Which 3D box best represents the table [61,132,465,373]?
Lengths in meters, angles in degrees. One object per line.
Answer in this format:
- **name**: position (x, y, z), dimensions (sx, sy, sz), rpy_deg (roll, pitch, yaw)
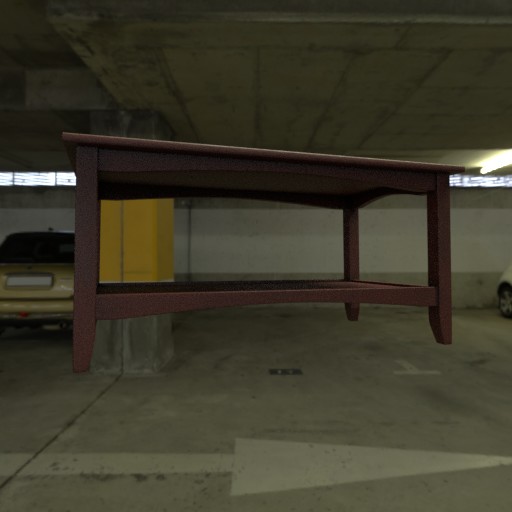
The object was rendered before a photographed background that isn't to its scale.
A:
- **table**: position (0.000, 0.000, 1.225), dimensions (0.943, 0.456, 0.533), rpy_deg (0, 0, -19)
